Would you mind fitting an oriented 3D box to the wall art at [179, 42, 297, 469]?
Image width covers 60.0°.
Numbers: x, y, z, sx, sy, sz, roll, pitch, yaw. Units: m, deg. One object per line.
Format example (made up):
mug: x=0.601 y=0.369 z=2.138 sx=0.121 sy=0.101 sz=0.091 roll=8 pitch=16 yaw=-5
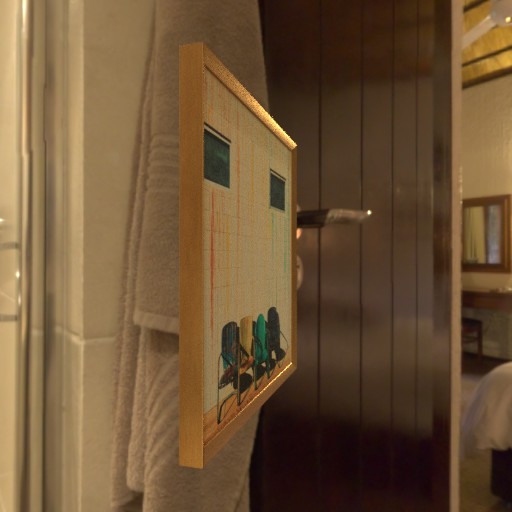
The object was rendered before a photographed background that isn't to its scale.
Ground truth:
wall art: x=0.000 y=0.000 z=0.460 sx=0.019 sy=0.302 sz=0.302 roll=0 pitch=0 yaw=18
